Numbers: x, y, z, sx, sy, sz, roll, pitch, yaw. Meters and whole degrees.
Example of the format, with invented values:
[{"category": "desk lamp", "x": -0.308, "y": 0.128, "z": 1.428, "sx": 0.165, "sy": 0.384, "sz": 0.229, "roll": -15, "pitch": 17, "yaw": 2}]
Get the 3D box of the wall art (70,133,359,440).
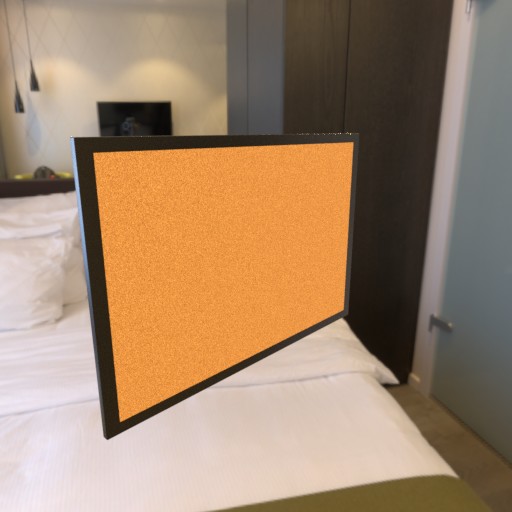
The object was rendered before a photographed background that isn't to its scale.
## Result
[{"category": "wall art", "x": 0.000, "y": 0.000, "z": 1.045, "sx": 0.015, "sy": 0.552, "sz": 0.819, "roll": 15, "pitch": 22, "yaw": 42}]
